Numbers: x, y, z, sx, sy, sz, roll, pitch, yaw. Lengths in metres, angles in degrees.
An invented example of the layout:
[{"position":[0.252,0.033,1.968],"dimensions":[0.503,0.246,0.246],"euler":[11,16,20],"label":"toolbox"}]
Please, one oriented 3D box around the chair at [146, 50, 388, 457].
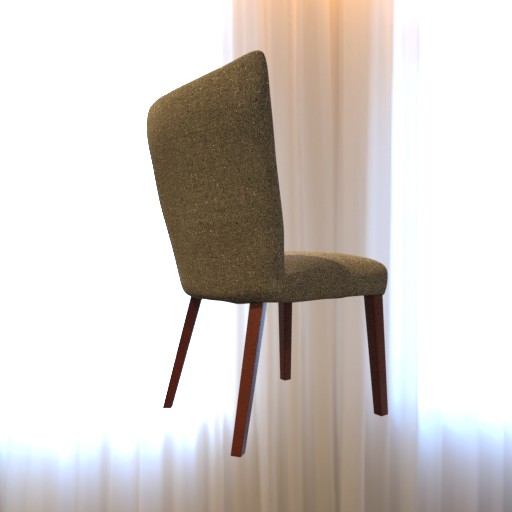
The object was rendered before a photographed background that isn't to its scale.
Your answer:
[{"position":[0.000,0.000,1.303],"dimensions":[0.623,0.924,0.535],"euler":[0,0,-35],"label":"chair"}]
